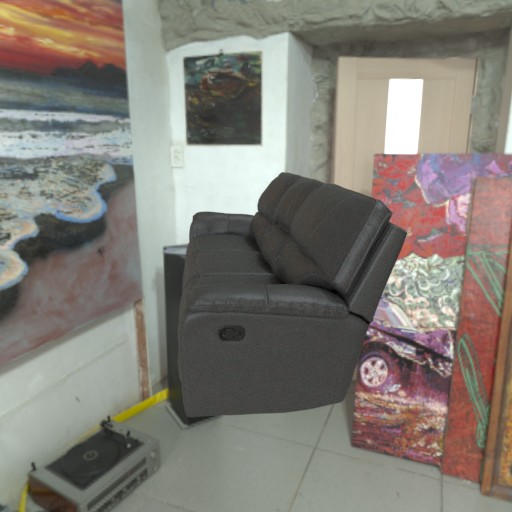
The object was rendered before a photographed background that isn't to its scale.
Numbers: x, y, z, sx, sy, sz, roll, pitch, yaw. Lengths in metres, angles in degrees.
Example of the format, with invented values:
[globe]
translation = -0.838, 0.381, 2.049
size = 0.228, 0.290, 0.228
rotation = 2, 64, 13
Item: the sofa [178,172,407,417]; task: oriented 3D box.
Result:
[sofa]
translation = 0.000, 0.000, 3.274
size = 1.104, 1.134, 2.627
rotation = -2, 14, -7
